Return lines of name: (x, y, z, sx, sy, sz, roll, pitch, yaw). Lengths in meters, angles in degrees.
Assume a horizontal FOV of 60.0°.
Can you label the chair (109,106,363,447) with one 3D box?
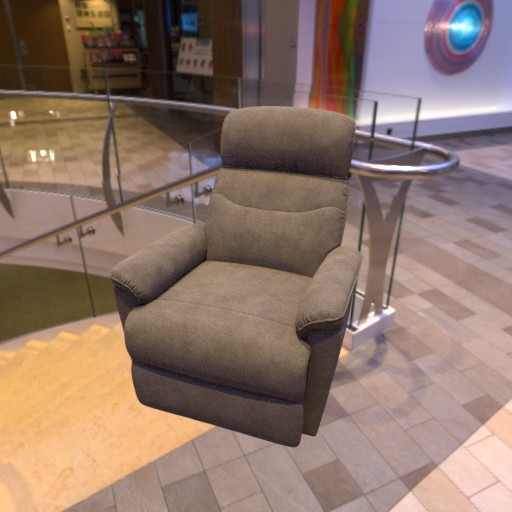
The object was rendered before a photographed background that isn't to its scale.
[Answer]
chair: (0.000, 0.000, 1.787, 0.830, 1.036, 1.009, 9, 28, 17)
